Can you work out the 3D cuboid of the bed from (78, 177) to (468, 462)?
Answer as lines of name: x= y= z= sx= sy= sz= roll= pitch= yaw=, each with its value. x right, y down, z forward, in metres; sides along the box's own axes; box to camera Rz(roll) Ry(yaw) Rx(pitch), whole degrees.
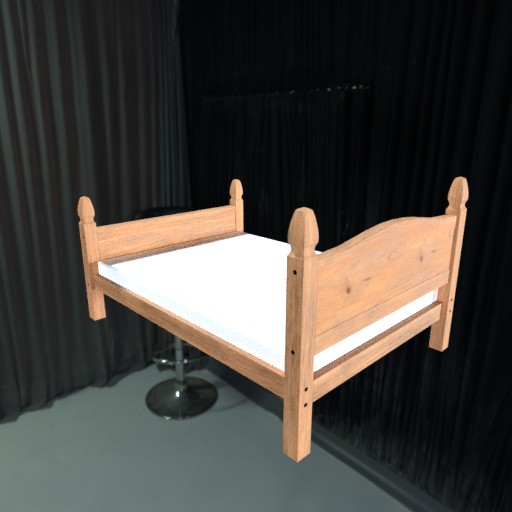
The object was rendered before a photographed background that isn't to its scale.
bed: x=0.000 y=0.000 z=2.955 sx=1.490 sy=1.100 sz=2.069 roll=-15 pitch=23 yaw=-41
